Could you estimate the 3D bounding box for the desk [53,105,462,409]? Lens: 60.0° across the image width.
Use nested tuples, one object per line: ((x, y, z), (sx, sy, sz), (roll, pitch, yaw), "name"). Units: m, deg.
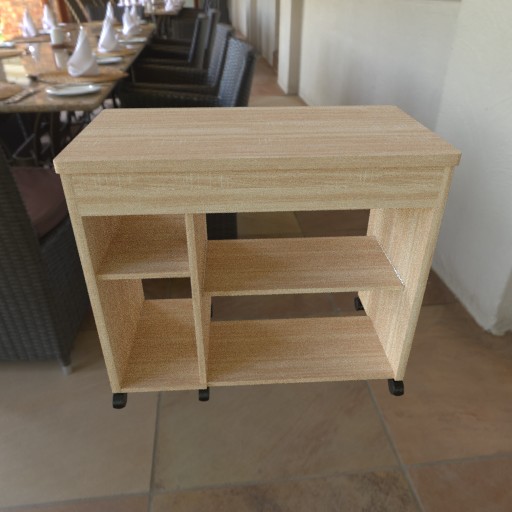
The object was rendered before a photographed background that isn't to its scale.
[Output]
((0.000, 0.000, 1.343), (0.884, 0.770, 0.480), (-2, 31, -3), "desk")
